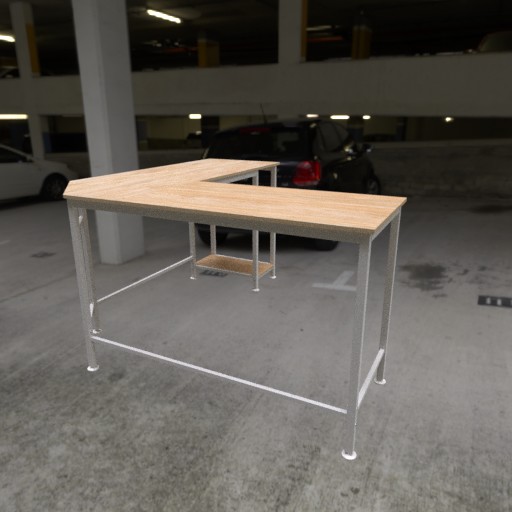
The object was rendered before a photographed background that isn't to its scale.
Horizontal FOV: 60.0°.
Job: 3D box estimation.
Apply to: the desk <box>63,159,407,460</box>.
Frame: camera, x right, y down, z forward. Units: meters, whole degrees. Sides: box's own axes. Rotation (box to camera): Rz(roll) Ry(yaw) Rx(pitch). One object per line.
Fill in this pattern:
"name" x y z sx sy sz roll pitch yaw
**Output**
"desk" 0.000 0.000 2.126 1.379 0.739 1.379 9 20 26
